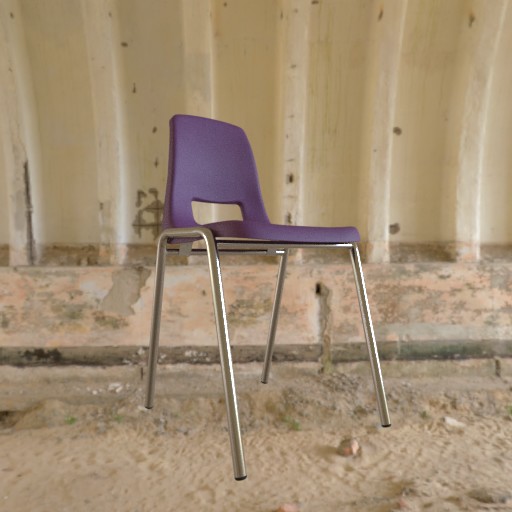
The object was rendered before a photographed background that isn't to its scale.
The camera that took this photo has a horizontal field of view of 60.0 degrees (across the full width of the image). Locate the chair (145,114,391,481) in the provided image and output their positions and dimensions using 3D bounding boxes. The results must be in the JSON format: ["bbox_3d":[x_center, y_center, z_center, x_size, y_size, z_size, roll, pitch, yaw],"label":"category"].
[{"bbox_3d":[0.000,0.000,0.968,0.381,0.704,0.432,0,0,-36],"label":"chair"}]
